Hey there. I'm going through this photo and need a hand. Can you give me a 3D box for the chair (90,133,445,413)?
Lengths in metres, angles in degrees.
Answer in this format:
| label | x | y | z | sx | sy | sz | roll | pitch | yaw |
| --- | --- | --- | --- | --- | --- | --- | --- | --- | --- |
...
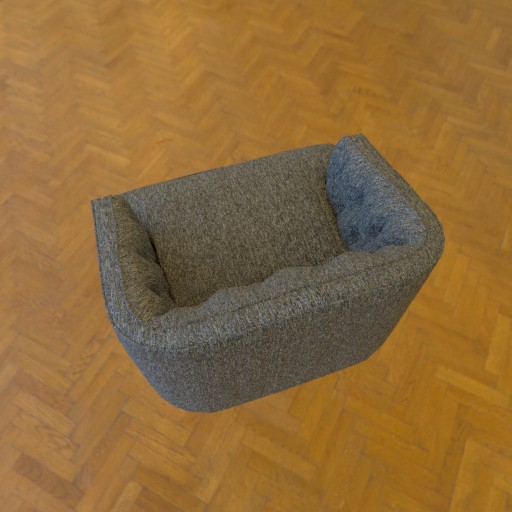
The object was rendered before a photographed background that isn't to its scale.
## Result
| label | x | y | z | sx | sy | sz | roll | pitch | yaw |
| --- | --- | --- | --- | --- | --- | --- | --- | --- | --- |
| chair | 0.000 | 0.000 | 1.769 | 1.104 | 0.852 | 0.941 | -16 | 59 | -10 |
